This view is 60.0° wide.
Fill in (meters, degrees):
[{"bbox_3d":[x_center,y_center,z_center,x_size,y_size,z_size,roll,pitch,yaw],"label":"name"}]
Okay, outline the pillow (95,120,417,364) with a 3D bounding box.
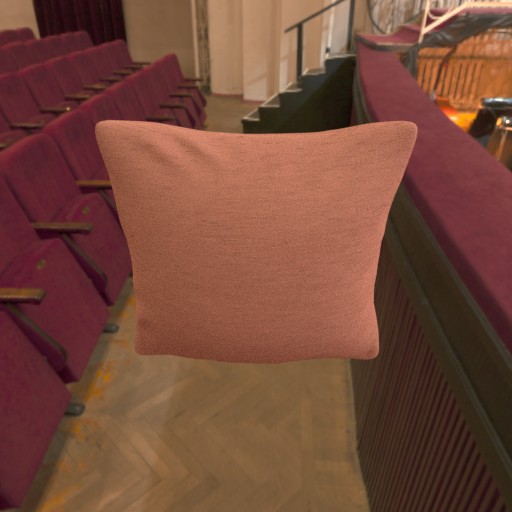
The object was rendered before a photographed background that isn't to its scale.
[{"bbox_3d":[0.000,0.000,0.690,0.432,0.415,0.246,1,30,1],"label":"pillow"}]
